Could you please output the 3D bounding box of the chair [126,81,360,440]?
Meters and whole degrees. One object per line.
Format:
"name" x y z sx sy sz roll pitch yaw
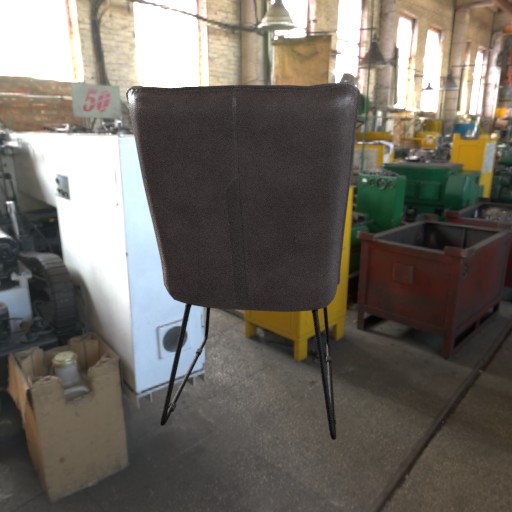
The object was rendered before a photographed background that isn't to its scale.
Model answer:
"chair" 0.000 0.000 1.351 0.515 0.932 0.688 2 16 7
